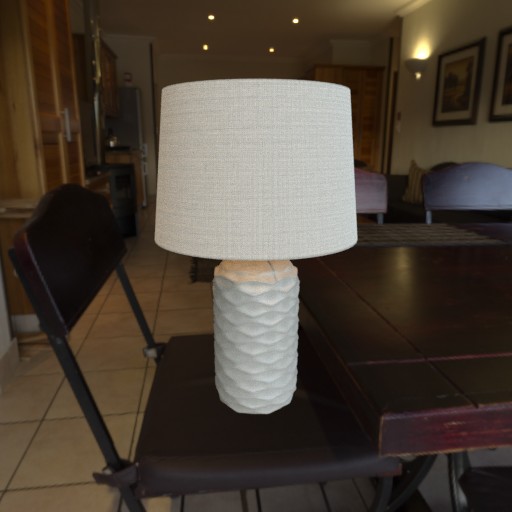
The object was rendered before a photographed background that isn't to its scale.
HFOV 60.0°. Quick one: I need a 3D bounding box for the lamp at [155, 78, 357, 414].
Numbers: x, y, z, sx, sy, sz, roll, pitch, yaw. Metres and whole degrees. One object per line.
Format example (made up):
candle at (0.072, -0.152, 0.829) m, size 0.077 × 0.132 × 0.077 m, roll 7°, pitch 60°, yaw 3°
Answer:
lamp at (0.000, 0.000, 0.851) m, size 0.376 × 0.594 × 0.376 m, roll 0°, pitch 14°, yaw 0°
